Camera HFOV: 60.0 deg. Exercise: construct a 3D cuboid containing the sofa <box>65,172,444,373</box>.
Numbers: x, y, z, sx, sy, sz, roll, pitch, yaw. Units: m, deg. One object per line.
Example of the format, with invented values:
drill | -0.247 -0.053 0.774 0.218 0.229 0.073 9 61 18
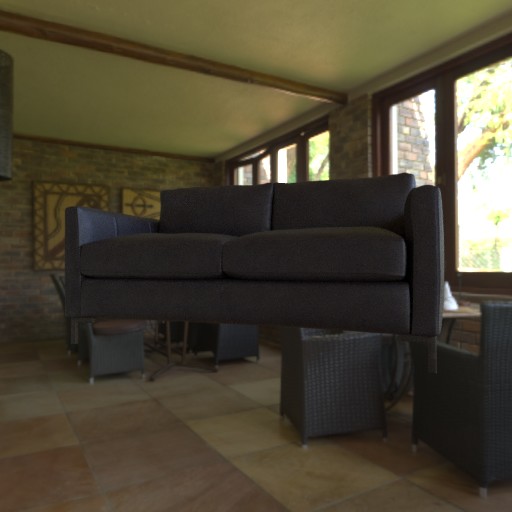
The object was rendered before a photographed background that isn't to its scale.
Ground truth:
sofa | 0.000 0.000 2.307 1.805 0.883 0.947 0 -1 18
